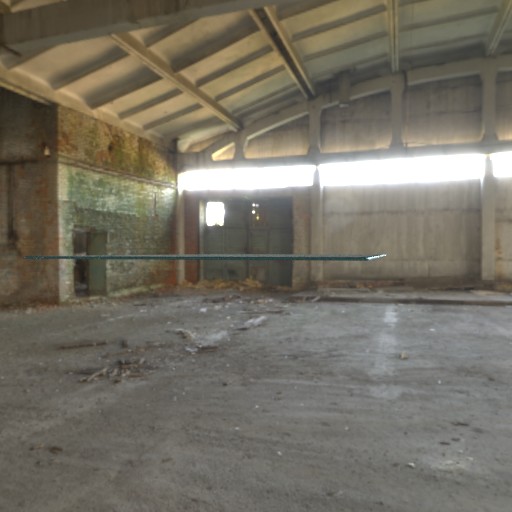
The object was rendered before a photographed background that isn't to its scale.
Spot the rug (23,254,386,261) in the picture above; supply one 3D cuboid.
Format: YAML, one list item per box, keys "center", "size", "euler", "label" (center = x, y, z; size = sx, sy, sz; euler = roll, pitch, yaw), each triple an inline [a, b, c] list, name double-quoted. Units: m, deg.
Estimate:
- center: [0.000, 0.000, 2.857]
  size: [1.554, 0.012, 2.205]
  euler: [0, 1, 18]
  label: "rug"
